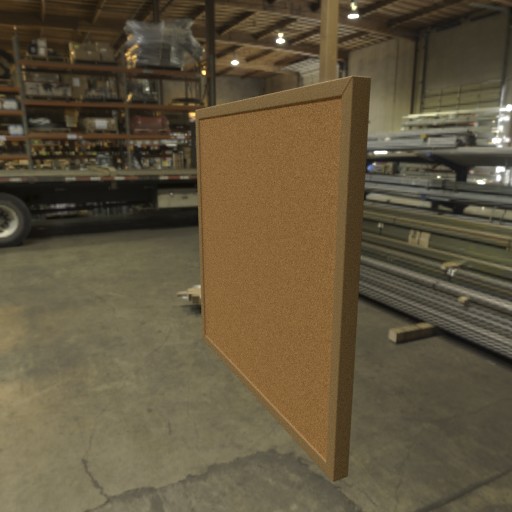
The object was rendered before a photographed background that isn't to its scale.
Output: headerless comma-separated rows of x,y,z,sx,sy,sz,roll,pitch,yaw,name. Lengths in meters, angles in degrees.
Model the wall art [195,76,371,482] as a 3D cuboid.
0.000,0.000,1.133,0.037,0.761,0.761,-7,15,-26,wall art
